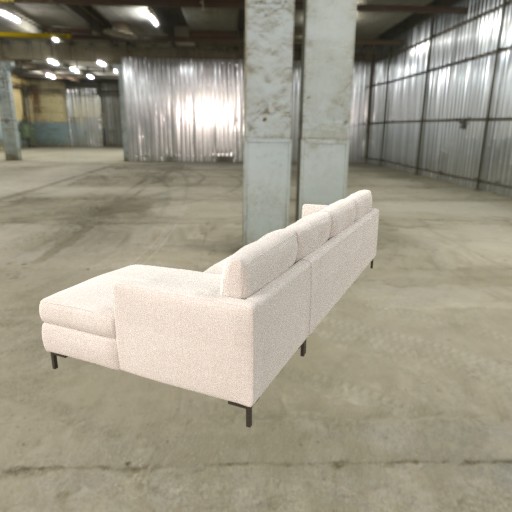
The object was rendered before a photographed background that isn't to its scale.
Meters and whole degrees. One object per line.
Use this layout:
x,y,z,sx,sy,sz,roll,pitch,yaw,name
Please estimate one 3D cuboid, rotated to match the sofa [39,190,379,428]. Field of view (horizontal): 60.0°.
0.000,0.000,2.895,1.126,0.677,2.445,7,17,25,sofa
